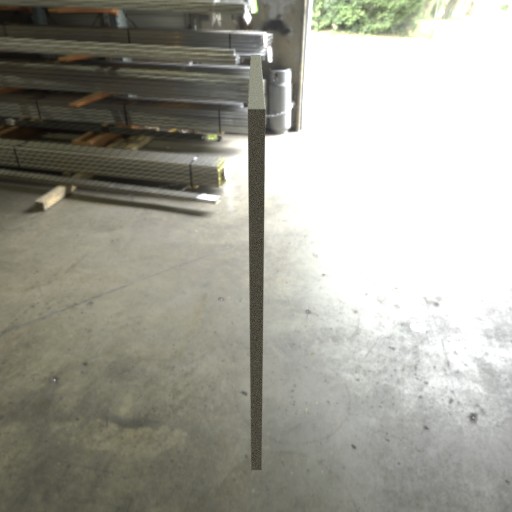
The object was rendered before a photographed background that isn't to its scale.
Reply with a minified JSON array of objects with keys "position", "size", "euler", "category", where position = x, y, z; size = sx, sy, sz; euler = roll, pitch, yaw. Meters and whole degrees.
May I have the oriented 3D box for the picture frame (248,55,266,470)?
[{"position":[0.000,0.000,0.565],"size":[0.013,0.434,0.305],"euler":[0,31,0],"category":"picture frame"}]
